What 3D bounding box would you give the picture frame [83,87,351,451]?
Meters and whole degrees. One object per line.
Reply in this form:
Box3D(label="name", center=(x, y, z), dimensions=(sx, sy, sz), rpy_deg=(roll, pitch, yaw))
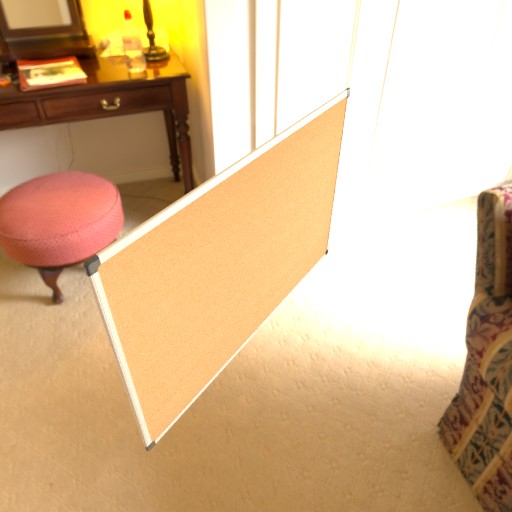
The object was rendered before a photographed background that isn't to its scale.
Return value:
Box3D(label="picture frame", center=(0.000, 0.000, 1.139), dimensions=(0.010, 0.600, 0.900), rpy_deg=(25, 46, 26))
